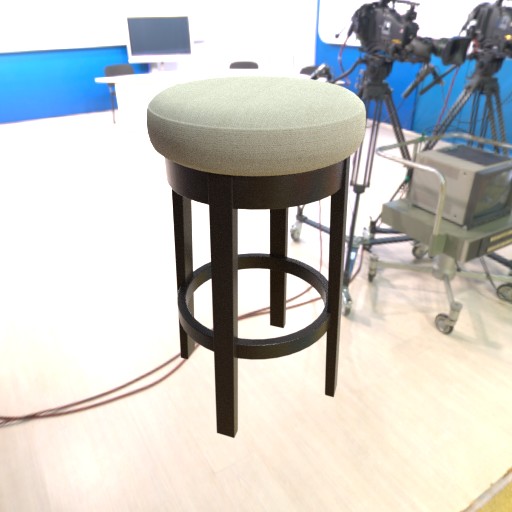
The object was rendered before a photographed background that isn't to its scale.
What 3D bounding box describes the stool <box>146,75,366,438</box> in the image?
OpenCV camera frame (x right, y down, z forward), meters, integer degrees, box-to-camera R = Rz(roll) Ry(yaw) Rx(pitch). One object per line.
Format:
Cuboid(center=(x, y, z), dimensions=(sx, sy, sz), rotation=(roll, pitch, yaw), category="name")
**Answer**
Cuboid(center=(0.000, 0.000, 1.048), dimensions=(0.446, 0.758, 0.446), rotation=(0, 31, 0), category="stool")
